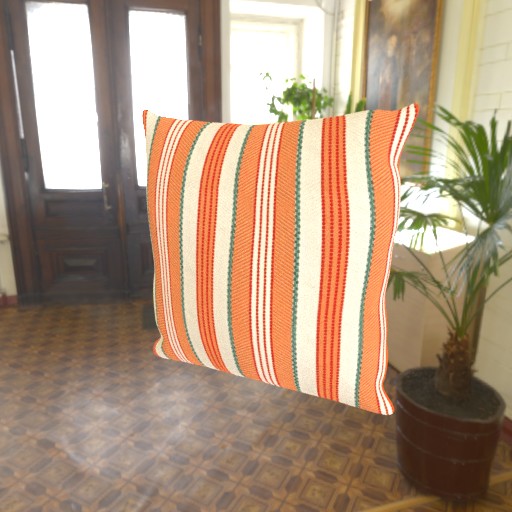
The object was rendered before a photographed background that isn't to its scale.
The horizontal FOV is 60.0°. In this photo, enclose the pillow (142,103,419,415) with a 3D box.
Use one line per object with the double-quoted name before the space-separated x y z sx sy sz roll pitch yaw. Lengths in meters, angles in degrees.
"pillow" 0.000 0.000 0.678 0.440 0.441 0.182 7 16 27
